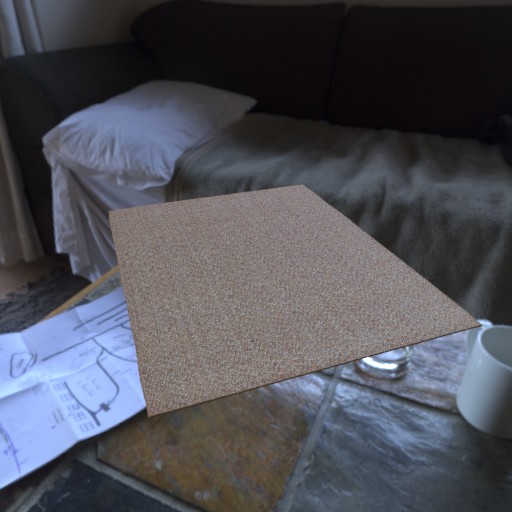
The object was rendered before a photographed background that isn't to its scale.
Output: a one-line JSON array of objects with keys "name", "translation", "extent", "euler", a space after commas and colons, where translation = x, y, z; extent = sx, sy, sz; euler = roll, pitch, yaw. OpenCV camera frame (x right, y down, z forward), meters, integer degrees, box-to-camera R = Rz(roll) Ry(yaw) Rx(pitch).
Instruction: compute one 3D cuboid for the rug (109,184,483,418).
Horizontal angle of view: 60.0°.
[{"name": "rug", "translation": [0.000, 0.000, 4.110], "extent": [2.439, 0.013, 3.048], "euler": [-10, 32, -17]}]
